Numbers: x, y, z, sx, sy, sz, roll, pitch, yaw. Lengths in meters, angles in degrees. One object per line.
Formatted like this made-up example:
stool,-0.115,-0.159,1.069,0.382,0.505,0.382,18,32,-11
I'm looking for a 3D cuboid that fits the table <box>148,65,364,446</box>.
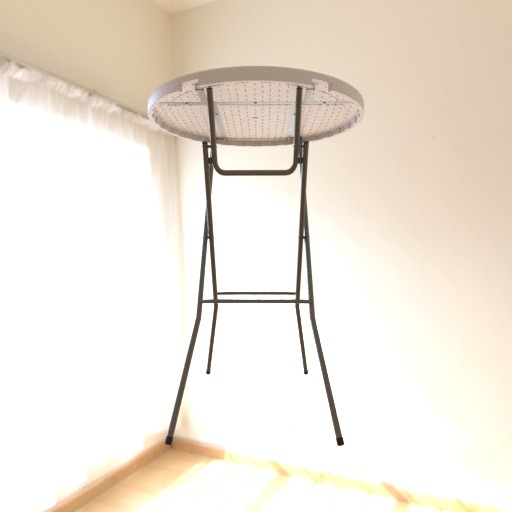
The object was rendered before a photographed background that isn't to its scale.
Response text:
table,0.000,0.000,1.675,0.792,1.105,0.795,0,0,1
